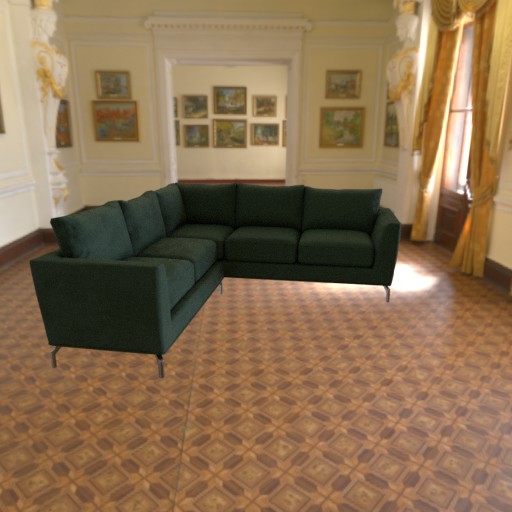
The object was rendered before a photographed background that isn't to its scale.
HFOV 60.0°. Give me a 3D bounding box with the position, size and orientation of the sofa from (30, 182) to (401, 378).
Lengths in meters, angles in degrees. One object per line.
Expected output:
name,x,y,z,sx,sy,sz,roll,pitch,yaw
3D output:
sofa,0.000,0.000,3.762,2.452,1.004,2.468,3,16,9
